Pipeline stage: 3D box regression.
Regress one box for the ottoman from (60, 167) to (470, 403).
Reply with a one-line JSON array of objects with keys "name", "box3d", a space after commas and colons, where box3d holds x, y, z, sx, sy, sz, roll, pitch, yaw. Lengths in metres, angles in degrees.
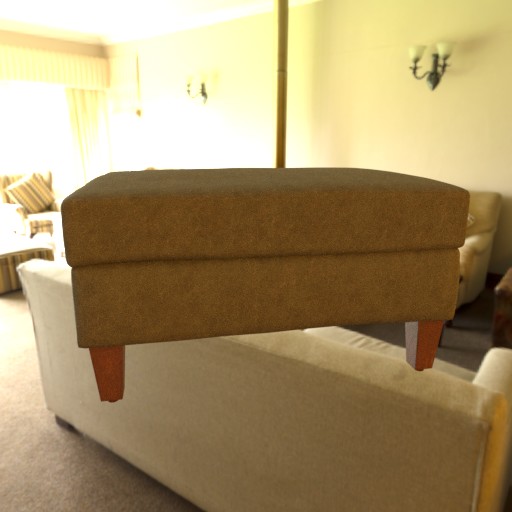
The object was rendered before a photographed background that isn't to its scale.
[{"name": "ottoman", "box3d": [0.000, 0.000, 1.206, 0.839, 0.464, 0.639, -3, 15, -10]}]
